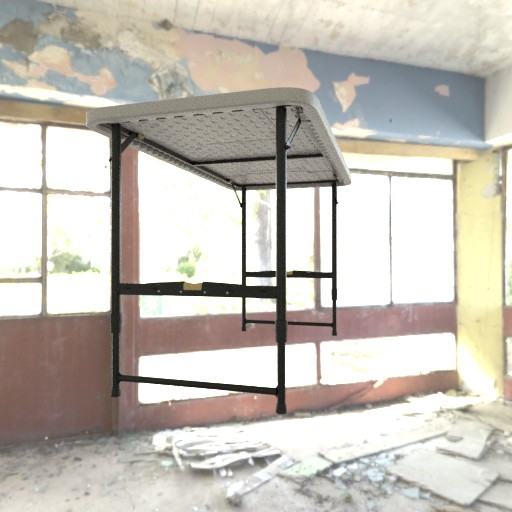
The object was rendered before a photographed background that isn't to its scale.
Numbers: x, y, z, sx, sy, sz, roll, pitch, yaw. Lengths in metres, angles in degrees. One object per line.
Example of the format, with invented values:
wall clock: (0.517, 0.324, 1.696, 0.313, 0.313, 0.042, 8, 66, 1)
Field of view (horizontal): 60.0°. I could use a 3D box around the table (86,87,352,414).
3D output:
table: (0.000, 0.000, 1.617, 0.610, 0.737, 1.219, 0, 0, 17)
